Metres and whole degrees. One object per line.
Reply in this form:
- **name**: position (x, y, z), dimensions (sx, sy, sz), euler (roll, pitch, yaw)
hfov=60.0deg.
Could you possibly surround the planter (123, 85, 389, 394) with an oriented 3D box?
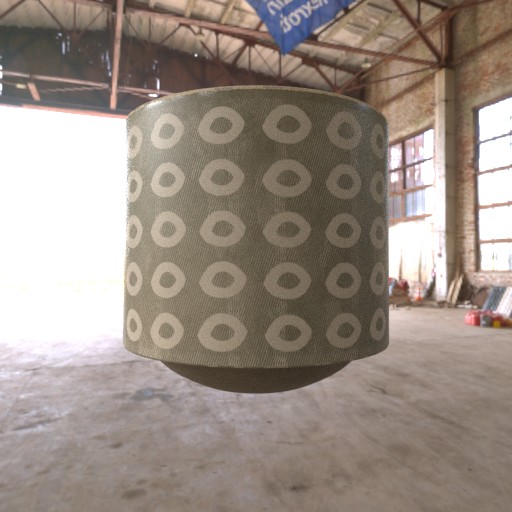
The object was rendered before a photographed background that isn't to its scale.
- **planter**: position (0.000, 0.000, 0.436), dimensions (0.250, 0.239, 0.250), euler (0, -1, 0)
